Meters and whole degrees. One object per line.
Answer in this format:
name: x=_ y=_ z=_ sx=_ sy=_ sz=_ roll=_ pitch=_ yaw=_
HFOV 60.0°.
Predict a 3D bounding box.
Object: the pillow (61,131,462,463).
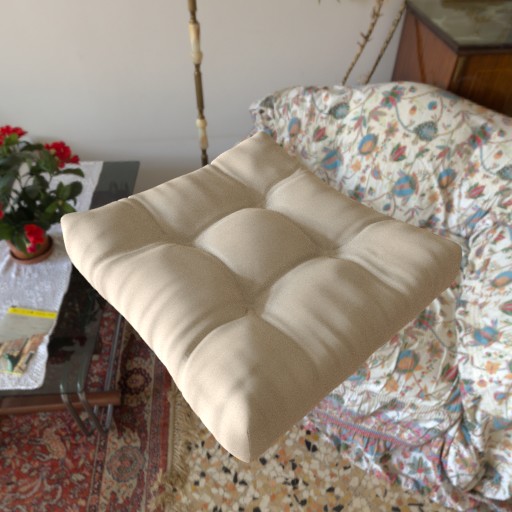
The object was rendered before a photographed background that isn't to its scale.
pillow: x=0.000 y=0.000 z=0.733 sx=0.468 sy=0.128 sz=0.490 roll=-31 pitch=52 yaw=-28
